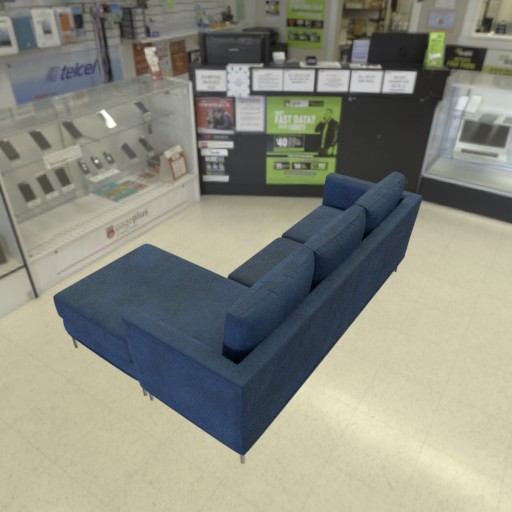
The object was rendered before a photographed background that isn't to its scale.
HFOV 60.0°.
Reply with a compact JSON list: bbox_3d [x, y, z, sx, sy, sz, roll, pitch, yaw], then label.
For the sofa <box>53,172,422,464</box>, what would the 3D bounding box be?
[{"bbox_3d":[0.000,0.000,3.337,1.622,0.987,2.438,22,39,29],"label":"sofa"}]
